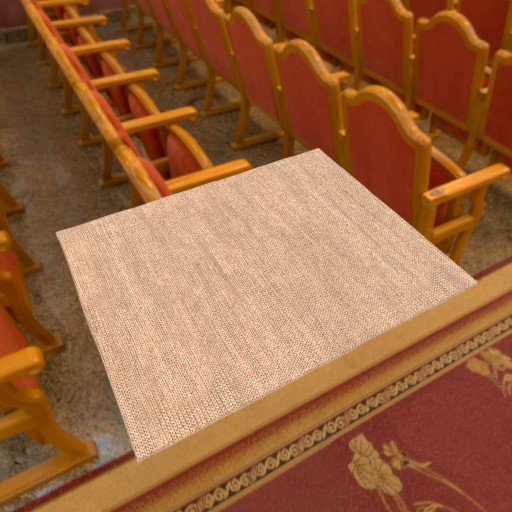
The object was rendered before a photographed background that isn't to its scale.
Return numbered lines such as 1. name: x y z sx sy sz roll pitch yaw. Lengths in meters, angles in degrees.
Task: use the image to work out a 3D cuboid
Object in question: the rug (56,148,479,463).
1. rug: 0.000 0.000 4.023 3.052 0.030 2.429 -22 50 -20
